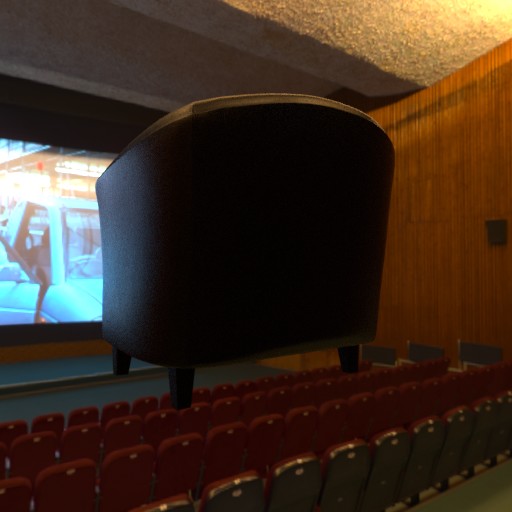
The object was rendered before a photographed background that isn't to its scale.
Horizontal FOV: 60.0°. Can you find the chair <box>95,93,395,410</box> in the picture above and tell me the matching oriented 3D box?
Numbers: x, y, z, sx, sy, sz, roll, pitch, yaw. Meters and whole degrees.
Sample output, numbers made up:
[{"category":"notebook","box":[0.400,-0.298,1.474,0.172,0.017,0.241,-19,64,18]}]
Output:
[{"category":"chair","box":[0.000,0.000,1.364,0.793,0.756,0.727,1,-2,-36]}]
